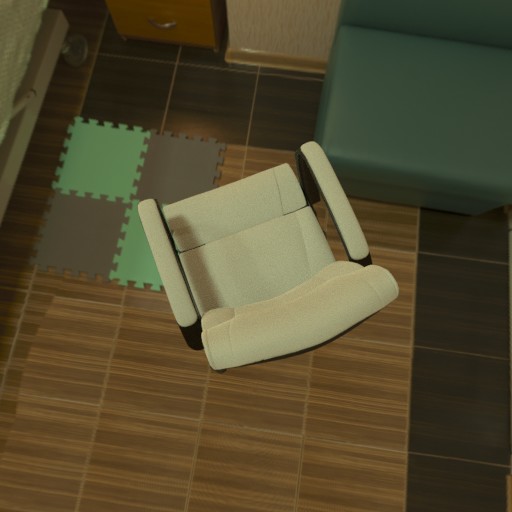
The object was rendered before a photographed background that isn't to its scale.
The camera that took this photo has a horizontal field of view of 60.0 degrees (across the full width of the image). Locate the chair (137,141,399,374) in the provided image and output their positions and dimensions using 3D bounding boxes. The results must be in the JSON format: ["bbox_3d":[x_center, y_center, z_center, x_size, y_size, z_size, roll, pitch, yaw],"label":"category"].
[{"bbox_3d":[0.000,0.000,1.466,0.739,1.004,0.717,-20,75,-6],"label":"chair"}]
